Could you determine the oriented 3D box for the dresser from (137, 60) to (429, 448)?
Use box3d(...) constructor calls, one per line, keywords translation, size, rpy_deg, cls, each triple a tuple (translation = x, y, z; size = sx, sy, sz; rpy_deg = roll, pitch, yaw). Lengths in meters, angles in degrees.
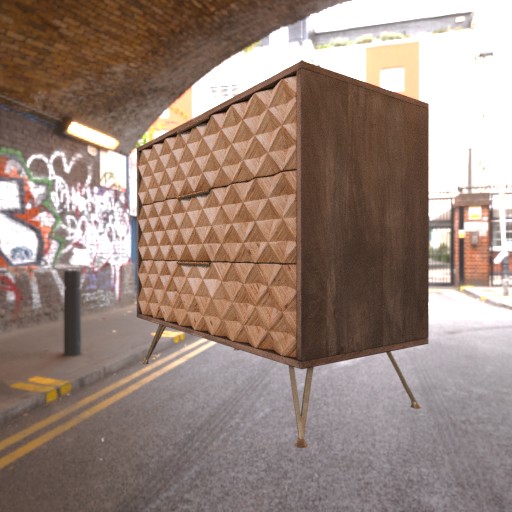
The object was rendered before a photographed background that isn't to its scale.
box3d(translation=(0.000, 0.000, 1.406), size=(0.453, 0.801, 0.923), rpy_deg=(0, 0, -36), cls="dresser")
